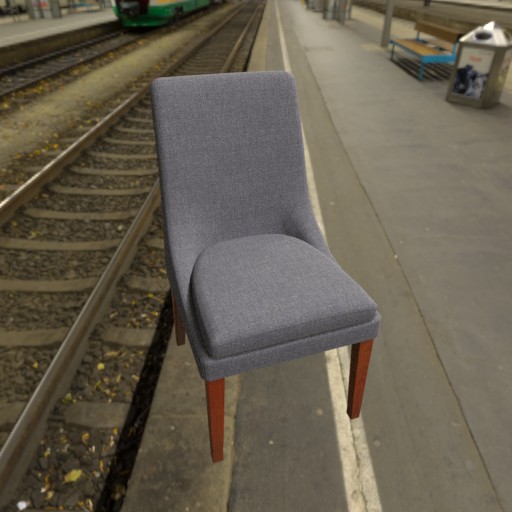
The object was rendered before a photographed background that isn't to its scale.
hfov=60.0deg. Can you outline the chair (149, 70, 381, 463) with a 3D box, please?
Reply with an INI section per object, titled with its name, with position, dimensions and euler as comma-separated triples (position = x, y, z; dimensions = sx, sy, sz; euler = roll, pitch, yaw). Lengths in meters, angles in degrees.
[chair]
position = 0.000, 0.000, 1.354
dimensions = 0.508, 0.952, 0.655
euler = -10, 33, -16
